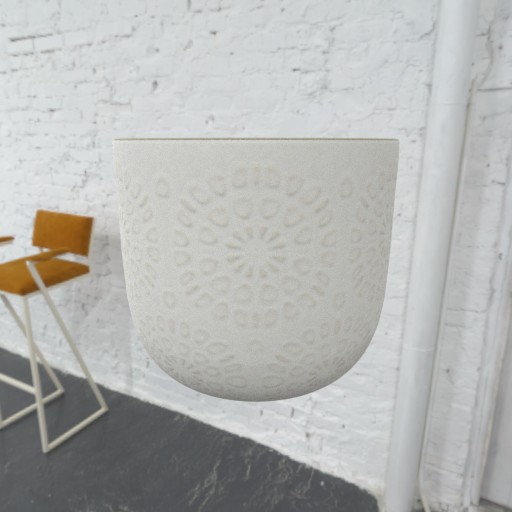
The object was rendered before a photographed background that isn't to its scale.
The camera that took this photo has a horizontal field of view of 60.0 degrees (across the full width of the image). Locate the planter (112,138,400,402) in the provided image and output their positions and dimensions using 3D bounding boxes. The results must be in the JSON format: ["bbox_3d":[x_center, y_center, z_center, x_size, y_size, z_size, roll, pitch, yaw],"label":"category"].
[{"bbox_3d":[0.000,0.000,0.214,0.124,0.109,0.124,0,14,0],"label":"planter"}]
